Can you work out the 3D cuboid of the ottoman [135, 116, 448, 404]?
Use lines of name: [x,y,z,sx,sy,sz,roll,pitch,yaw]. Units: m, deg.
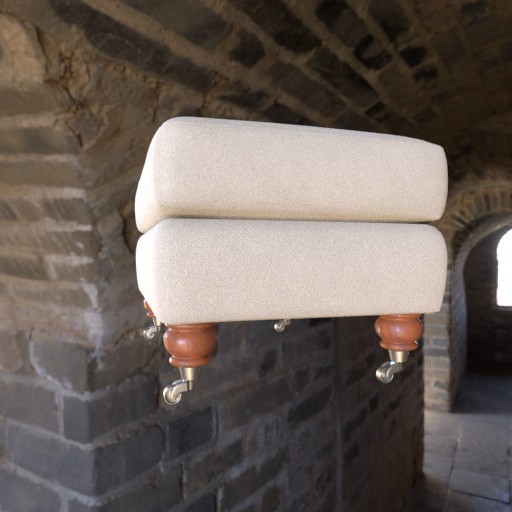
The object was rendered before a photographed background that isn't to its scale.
ottoman: [0.000,0.000,1.119,0.569,0.504,0.773,0,0,-17]
